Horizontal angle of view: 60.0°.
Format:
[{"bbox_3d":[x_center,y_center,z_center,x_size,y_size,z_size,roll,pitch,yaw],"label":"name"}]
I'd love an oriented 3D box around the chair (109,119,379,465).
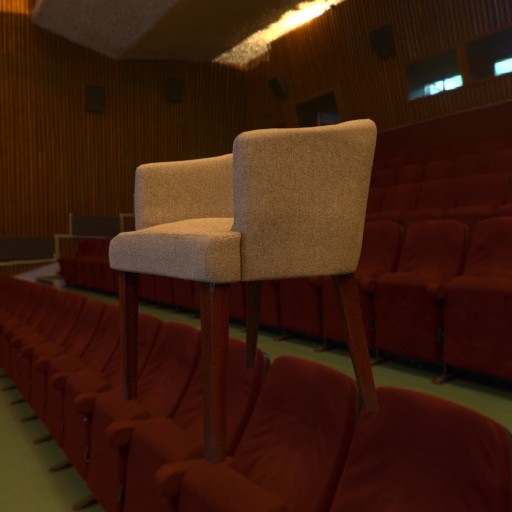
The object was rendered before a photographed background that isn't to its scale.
[{"bbox_3d":[0.000,0.000,1.241,0.655,0.811,0.583,-1,2,-38],"label":"chair"}]
